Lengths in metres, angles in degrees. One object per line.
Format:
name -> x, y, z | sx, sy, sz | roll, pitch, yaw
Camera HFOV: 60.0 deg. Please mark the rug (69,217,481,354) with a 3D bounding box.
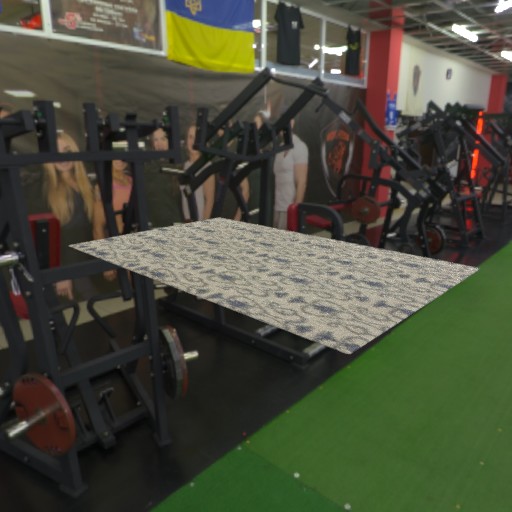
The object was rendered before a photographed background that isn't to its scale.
rug -> 0.000, 0.000, 2.068 | 1.652, 0.006, 1.035 | 14, 21, 41
